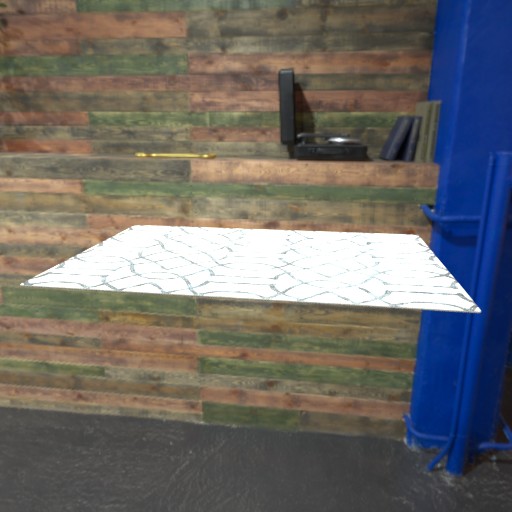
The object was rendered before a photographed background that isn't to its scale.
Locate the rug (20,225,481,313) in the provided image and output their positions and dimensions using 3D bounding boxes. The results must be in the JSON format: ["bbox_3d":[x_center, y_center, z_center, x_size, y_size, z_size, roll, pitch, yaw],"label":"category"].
[{"bbox_3d":[0.000,0.000,2.953,2.365,0.017,1.521,3,17,8],"label":"rug"}]
